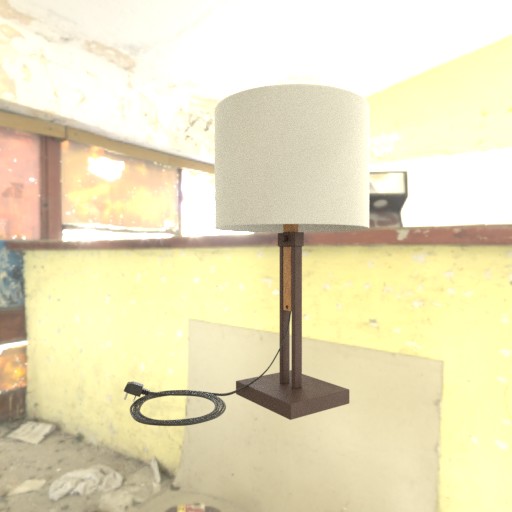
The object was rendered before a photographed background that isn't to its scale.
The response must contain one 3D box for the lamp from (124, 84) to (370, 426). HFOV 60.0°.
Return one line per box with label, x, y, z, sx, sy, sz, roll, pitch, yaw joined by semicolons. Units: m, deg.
lamp;0.000;0.000;1.003;0.525;0.668;0.396;0;0;-35
